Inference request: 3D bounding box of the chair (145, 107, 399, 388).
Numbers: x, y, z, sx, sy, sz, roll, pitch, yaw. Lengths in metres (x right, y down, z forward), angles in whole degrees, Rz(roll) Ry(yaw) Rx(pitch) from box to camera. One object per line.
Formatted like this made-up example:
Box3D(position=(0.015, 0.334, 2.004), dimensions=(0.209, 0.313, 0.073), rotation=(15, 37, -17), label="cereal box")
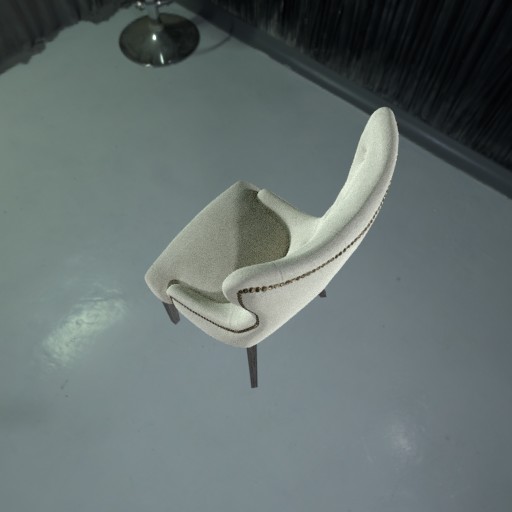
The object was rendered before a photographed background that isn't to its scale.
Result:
Box3D(position=(0.000, 0.000, 1.429), dimensions=(0.590, 1.065, 0.584), rotation=(35, 68, 16), label="chair")
